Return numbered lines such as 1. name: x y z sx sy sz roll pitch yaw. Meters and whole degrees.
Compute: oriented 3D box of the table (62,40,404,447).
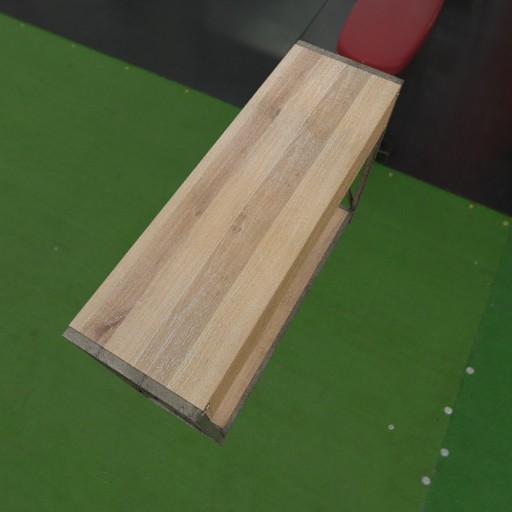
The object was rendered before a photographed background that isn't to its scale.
1. table: 0.000 0.000 1.433 0.361 0.763 1.059 28 67 13
